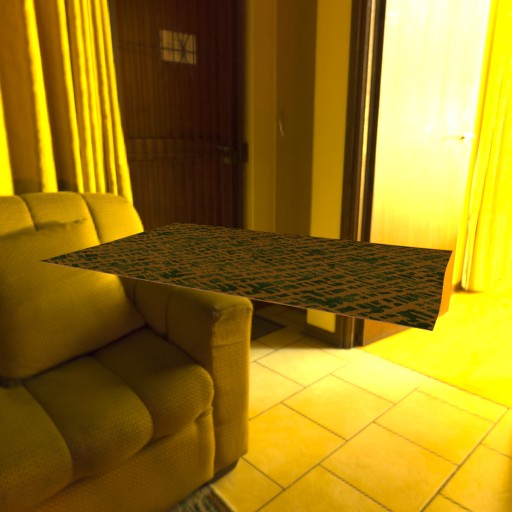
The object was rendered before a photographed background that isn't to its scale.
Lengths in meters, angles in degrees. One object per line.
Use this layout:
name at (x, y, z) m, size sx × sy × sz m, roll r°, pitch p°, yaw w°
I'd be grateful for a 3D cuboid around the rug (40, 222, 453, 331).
rug at (0.000, 0.000, 3.067) m, size 2.447 × 0.011 × 1.520 m, roll 7°, pitch 17°, yaw 25°
